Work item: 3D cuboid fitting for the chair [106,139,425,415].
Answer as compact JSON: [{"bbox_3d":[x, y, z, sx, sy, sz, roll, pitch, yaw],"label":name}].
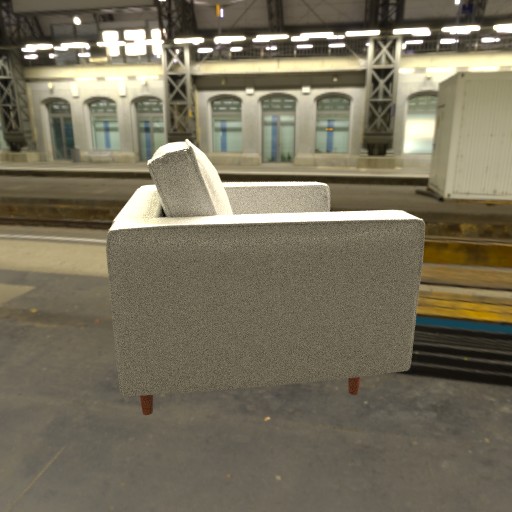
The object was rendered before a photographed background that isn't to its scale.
[{"bbox_3d":[0.000,0.000,1.528,0.843,0.773,0.928,-3,16,-9],"label":"chair"}]
